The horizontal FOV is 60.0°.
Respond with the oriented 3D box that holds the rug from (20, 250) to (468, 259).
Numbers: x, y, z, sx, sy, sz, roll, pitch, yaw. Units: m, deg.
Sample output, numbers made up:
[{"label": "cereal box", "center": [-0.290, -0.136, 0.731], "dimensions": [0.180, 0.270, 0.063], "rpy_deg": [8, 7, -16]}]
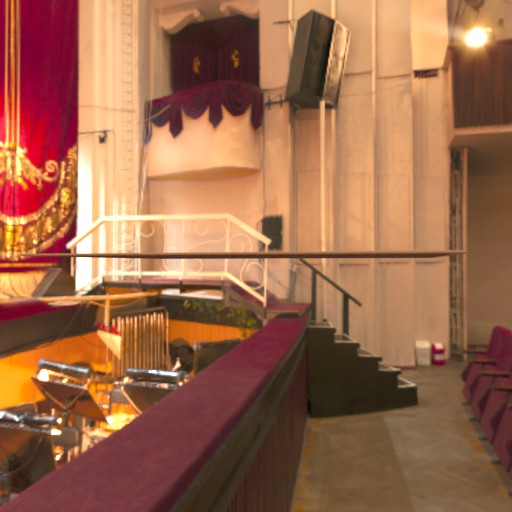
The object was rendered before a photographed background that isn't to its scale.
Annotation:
[{"label": "rug", "center": [0.000, 0.000, 2.832], "dimensions": [2.244, 0.017, 1.532], "rpy_deg": [0, -1, 17]}]
